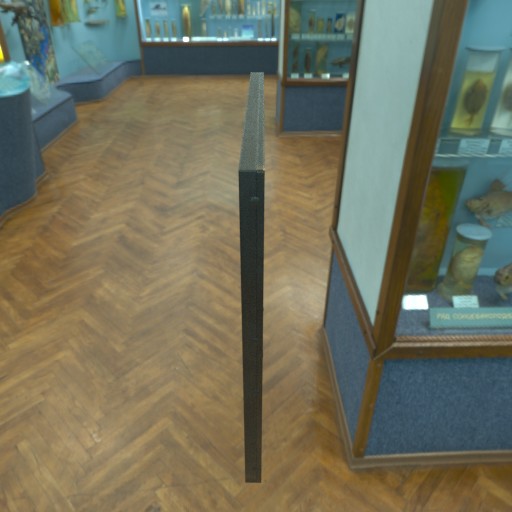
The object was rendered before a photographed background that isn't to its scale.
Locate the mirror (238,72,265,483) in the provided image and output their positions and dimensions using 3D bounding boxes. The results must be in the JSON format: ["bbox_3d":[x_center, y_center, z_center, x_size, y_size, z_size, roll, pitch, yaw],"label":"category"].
[{"bbox_3d":[0.000,0.000,0.573,0.020,0.381,0.382,0,32,1],"label":"mirror"}]
